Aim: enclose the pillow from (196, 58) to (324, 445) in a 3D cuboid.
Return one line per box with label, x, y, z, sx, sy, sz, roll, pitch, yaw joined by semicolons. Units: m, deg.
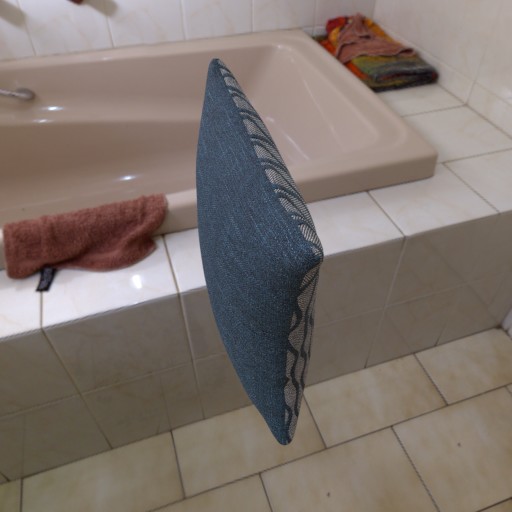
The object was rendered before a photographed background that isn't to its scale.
pillow;0.000;0.000;0.674;0.159;0.435;0.435;-12;46;-11
